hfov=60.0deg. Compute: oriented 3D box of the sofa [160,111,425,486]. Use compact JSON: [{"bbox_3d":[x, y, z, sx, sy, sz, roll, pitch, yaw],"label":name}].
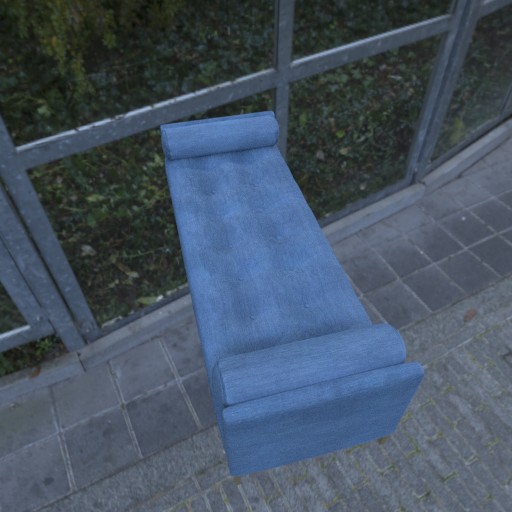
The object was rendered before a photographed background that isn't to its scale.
[{"bbox_3d":[0.000,0.000,2.490,0.796,0.705,2.102,-11,47,-10],"label":"sofa"}]
